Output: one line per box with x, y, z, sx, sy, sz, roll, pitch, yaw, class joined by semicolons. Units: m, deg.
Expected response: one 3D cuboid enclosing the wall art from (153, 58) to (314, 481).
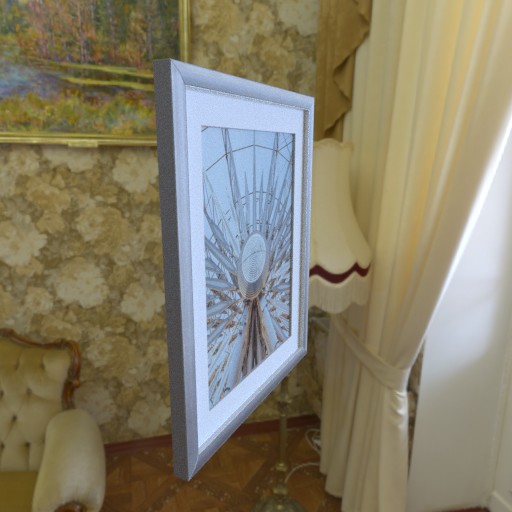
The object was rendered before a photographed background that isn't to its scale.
0.000;0.000;0.765;0.029;0.558;0.458;7;15;27;wall art
